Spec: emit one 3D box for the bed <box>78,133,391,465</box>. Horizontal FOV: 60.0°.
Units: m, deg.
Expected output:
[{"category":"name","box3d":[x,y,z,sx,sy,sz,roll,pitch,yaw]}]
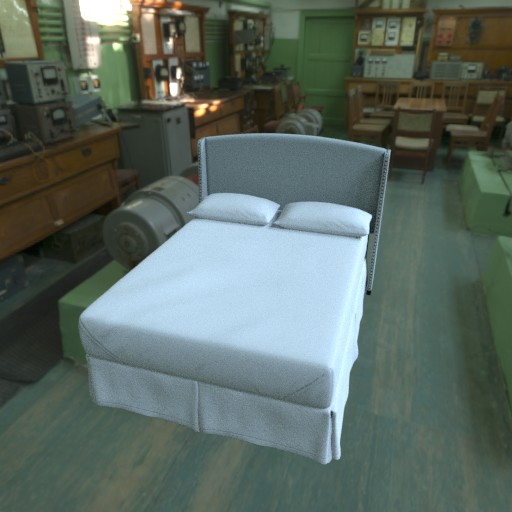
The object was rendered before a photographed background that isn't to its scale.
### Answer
[{"category":"bed","box3d":[0.000,0.000,3.337,1.710,1.407,2.237,8,28,16]}]
